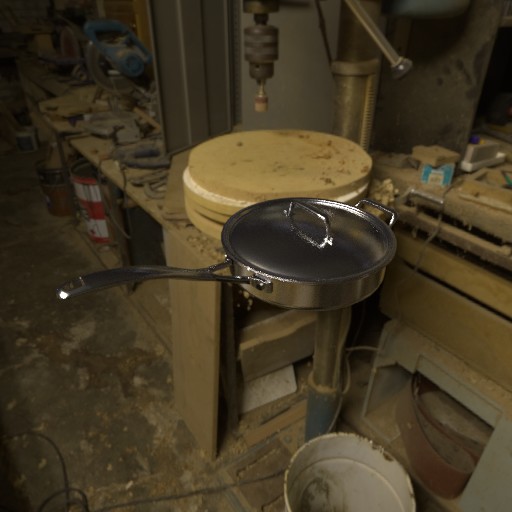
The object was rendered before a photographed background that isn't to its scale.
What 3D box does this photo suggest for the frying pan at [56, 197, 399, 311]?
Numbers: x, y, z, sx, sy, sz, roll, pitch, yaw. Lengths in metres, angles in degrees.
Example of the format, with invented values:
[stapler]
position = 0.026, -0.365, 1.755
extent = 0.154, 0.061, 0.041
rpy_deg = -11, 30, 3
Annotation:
[frying pan]
position = 0.000, 0.000, 0.672
extent = 0.561, 0.114, 0.280
rpy_deg = -20, 37, -29
